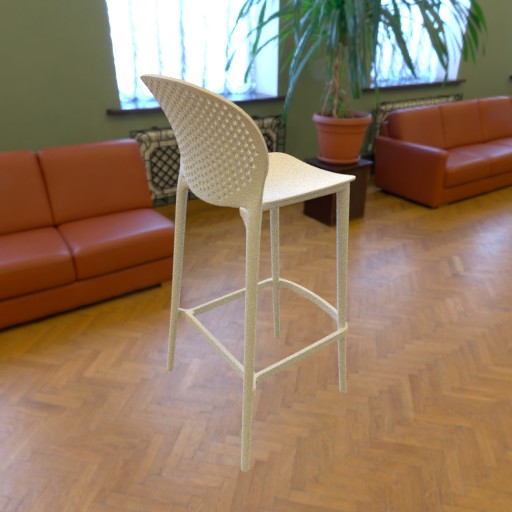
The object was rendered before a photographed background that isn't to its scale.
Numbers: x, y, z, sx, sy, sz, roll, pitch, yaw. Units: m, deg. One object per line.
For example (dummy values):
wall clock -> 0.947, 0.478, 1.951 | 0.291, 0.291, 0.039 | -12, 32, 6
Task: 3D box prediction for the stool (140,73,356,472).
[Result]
stool -> 0.000, 0.000, 1.345 | 0.535, 1.045, 0.536 | -17, 31, -30
